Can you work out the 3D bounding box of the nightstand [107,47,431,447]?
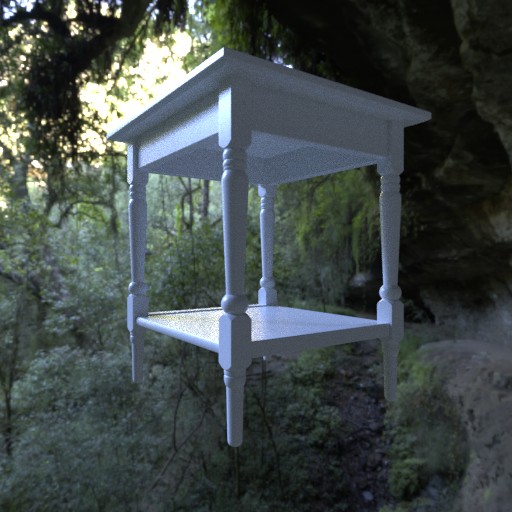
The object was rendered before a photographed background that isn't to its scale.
[{"bbox_3d":[0.000,0.000,0.915,0.459,0.555,0.505,0,0,-35],"label":"nightstand"}]
